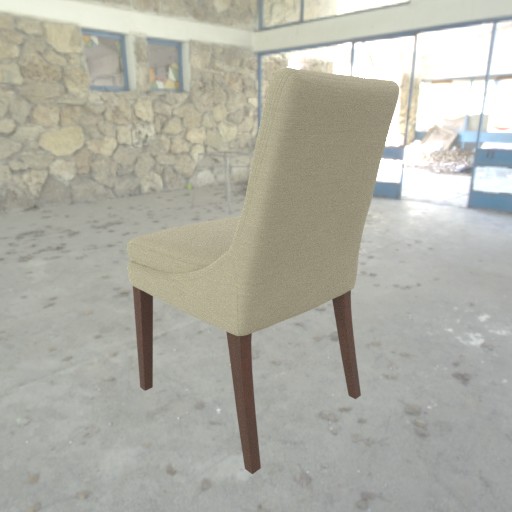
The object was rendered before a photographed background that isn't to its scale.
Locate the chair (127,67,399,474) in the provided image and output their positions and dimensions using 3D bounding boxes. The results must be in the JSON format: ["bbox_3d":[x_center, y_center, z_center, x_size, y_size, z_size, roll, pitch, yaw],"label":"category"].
[{"bbox_3d":[0.000,0.000,1.285,0.515,0.940,0.638,-15,23,-42],"label":"chair"}]
